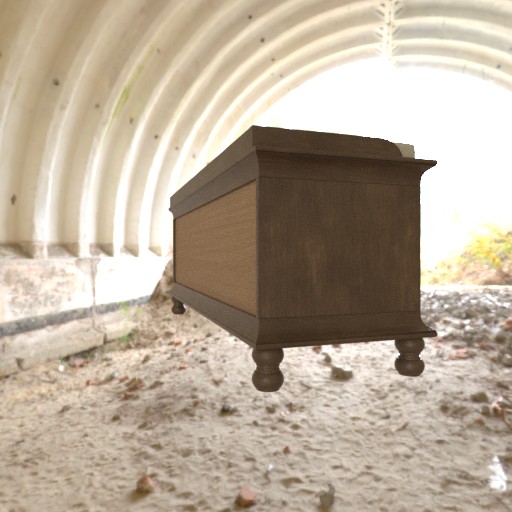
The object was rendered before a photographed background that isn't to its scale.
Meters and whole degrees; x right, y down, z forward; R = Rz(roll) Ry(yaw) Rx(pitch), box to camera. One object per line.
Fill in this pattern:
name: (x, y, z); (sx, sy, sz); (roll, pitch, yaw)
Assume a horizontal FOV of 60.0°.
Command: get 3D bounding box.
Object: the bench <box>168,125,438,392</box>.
bench: (0.000, 0.000, 1.422); (0.402, 0.501, 1.185); (0, 0, -19)
